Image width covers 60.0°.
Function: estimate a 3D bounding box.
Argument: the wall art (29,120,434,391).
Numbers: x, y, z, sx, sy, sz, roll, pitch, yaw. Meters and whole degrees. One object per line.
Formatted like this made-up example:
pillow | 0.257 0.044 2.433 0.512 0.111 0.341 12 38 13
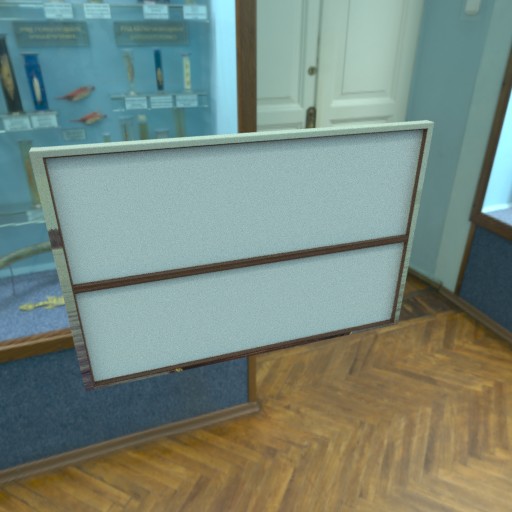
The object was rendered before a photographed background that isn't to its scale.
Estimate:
wall art | 0.000 0.000 1.403 1.149 0.765 0.040 -9 29 -16
